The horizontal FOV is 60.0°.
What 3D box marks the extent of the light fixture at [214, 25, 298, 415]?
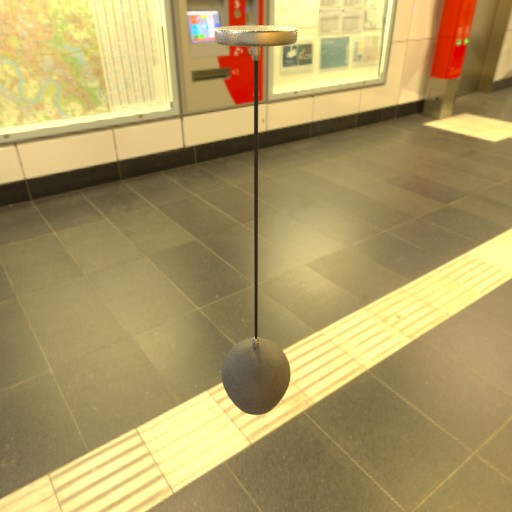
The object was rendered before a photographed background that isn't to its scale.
[{"bbox_3d":[0.000,0.000,0.830,0.153,0.760,0.153,19,36,29],"label":"light fixture"}]
